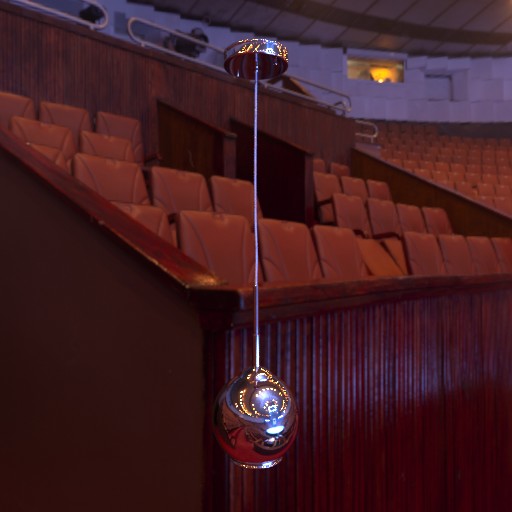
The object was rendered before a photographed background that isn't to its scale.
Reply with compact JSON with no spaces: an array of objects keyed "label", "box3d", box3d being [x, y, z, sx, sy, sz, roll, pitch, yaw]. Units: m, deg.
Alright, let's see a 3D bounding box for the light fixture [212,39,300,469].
[{"label":"light fixture","box3d":[0.000,0.000,1.697,0.336,1.538,0.336,0,0,36]}]
